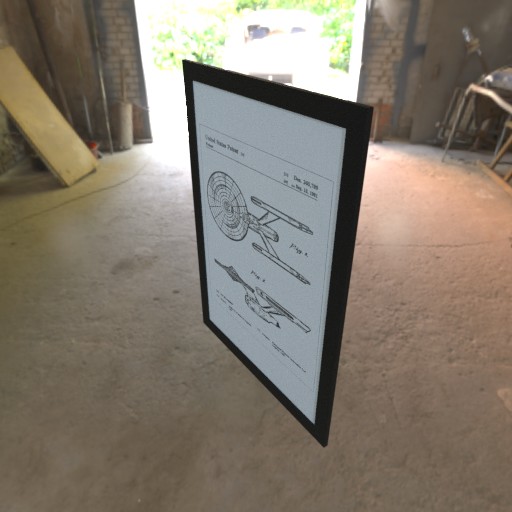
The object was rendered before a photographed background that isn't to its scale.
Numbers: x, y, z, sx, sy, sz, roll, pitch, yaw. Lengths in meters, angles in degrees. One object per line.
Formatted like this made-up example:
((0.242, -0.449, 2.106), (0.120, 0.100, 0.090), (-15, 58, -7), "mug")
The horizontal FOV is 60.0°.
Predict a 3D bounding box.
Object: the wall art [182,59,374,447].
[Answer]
((0.000, 0.000, 0.700), (0.008, 0.530, 0.379), (-21, 38, -30), "wall art")
